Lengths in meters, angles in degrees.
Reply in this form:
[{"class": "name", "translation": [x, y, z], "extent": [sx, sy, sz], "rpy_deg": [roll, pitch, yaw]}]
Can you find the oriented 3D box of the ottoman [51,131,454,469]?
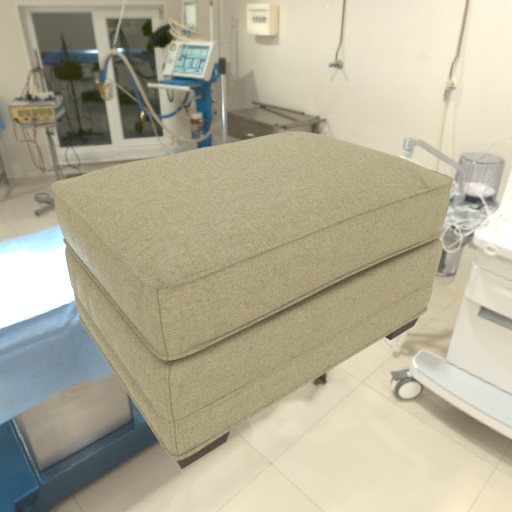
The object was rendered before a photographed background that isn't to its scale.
[{"class": "ottoman", "translation": [0.000, 0.000, 1.181], "extent": [0.848, 0.508, 0.611], "rpy_deg": [-20, 35, -31]}]
